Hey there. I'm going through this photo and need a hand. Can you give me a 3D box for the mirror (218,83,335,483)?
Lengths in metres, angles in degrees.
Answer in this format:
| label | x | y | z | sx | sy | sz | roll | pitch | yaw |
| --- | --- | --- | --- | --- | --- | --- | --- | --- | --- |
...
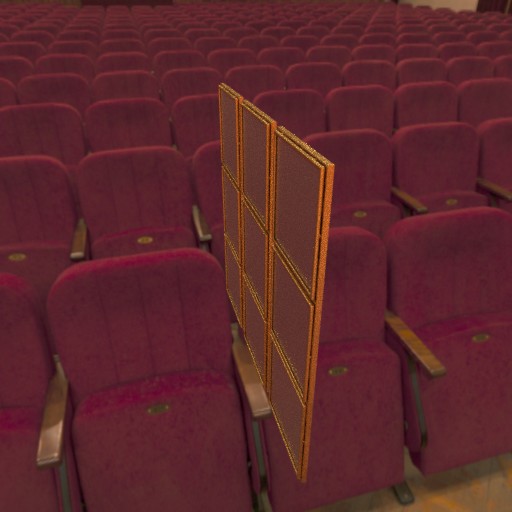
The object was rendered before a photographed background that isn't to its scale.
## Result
| label | x | y | z | sx | sy | sz | roll | pitch | yaw |
| --- | --- | --- | --- | --- | --- | --- | --- | --- | --- |
| mirror | 0.000 | 0.000 | 1.452 | 0.023 | 0.926 | 1.011 | -8 | 30 | -13 |
